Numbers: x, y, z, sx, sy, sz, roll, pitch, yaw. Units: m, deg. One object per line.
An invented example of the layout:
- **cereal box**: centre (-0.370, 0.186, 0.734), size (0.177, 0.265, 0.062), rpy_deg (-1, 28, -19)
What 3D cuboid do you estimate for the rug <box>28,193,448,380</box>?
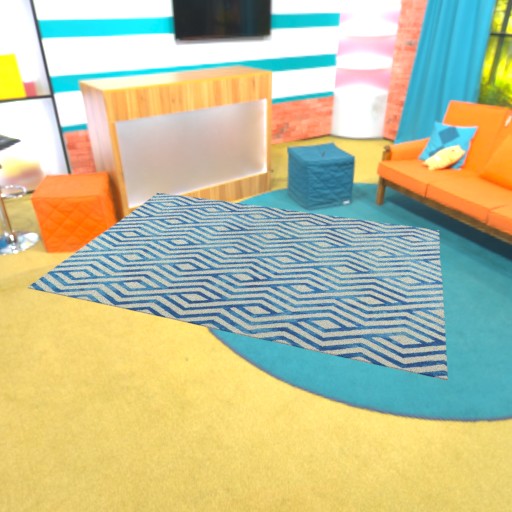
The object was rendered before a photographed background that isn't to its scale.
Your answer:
- **rug**: centre (0.000, 0.000, 2.312), size (1.830, 0.008, 1.225), rpy_deg (9, 31, 16)
